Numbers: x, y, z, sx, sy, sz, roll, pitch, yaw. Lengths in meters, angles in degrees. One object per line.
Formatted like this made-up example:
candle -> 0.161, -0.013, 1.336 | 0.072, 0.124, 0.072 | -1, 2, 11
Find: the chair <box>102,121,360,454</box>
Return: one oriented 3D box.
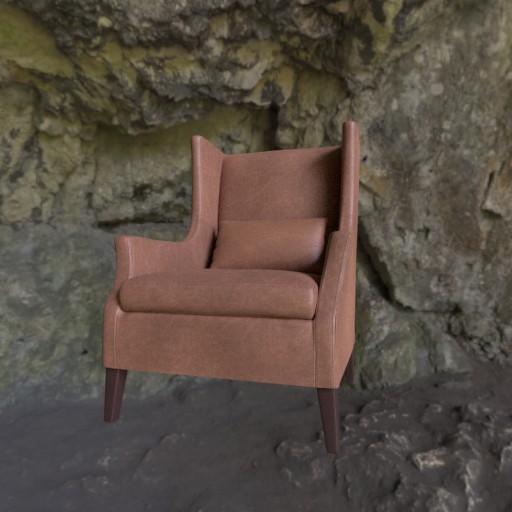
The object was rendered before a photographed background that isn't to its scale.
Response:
chair -> 0.000, 0.000, 1.734 | 0.815, 1.088, 0.913 | 0, 0, 18
